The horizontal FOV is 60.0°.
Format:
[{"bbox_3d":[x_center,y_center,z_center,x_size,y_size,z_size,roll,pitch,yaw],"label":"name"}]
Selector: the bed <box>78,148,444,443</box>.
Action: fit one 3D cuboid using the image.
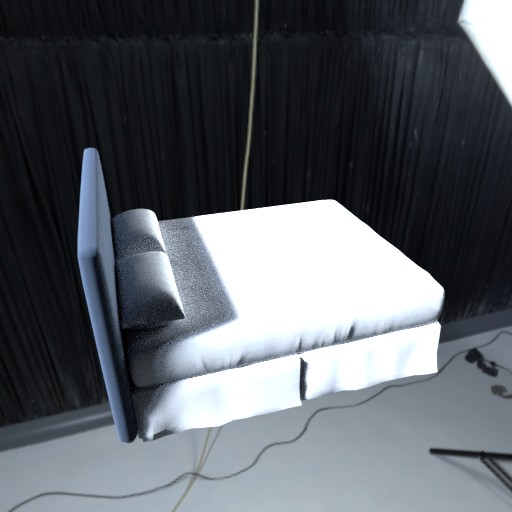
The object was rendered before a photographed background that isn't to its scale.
[{"bbox_3d":[0.000,0.000,3.169,2.162,1.330,1.713,-9,31,-15],"label":"bed"}]
